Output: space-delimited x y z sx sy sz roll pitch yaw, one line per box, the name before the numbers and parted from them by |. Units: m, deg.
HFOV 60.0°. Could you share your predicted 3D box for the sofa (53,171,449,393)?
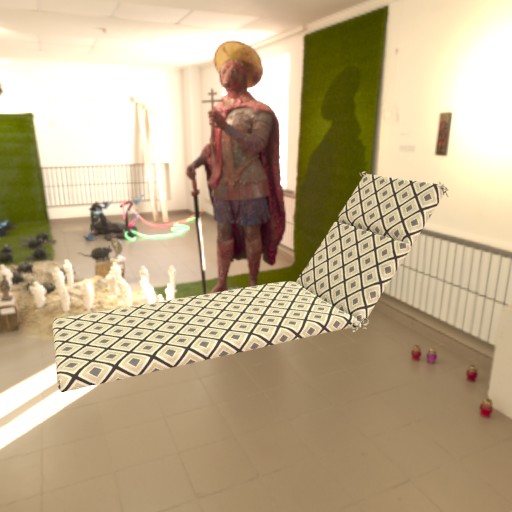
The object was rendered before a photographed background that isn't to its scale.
sofa | 0.000 0.000 1.921 1.663 0.622 0.582 -8 18 -24
